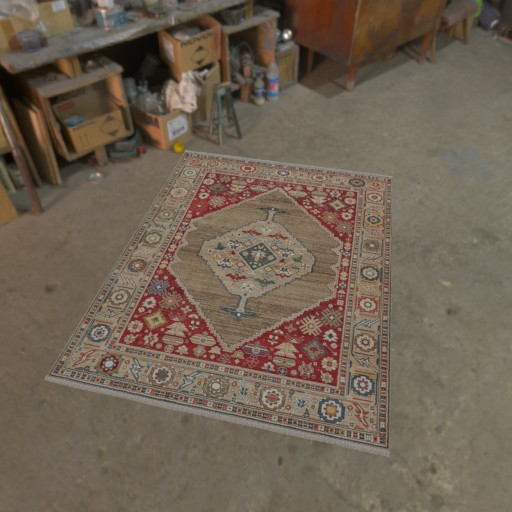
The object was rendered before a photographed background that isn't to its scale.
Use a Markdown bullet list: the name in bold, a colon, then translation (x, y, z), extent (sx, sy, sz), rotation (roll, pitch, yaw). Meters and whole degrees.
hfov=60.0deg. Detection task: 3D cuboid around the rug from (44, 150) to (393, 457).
- **rug**: translation (0.000, 0.000, 4.085), extent (2.451, 0.008, 3.143), rotation (9, 46, 9)
